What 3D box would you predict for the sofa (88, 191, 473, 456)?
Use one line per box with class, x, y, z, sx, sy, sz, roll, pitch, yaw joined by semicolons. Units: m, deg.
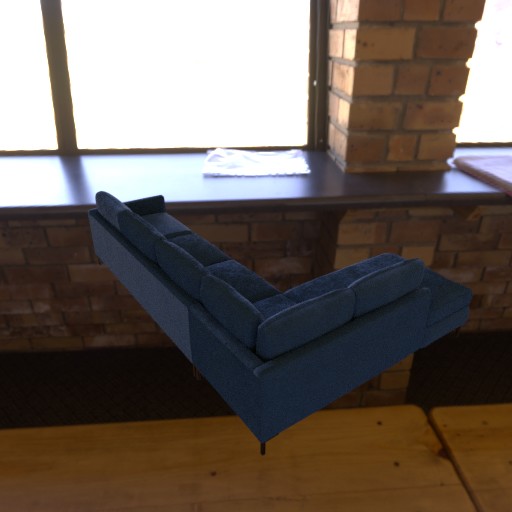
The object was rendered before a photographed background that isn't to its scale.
sofa;0.000;0.000;3.902;2.007;0.815;2.949;-18;32;-31
